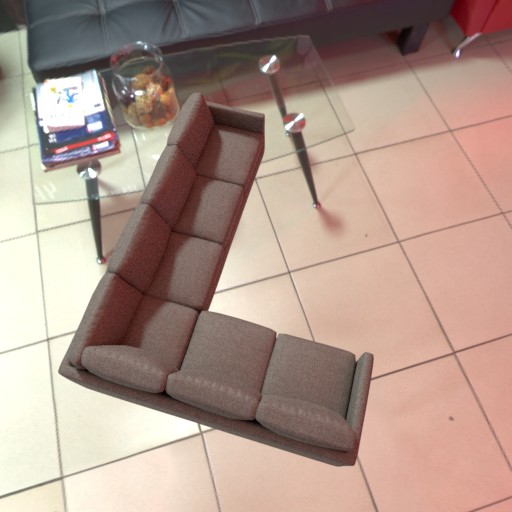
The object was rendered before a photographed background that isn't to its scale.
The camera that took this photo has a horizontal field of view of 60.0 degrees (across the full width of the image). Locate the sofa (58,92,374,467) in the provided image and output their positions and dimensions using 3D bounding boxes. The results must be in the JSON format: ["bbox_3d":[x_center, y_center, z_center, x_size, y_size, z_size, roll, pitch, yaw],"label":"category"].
[{"bbox_3d":[0.000,0.000,4.469,2.593,0.947,3.302,15,65,7],"label":"sofa"}]
